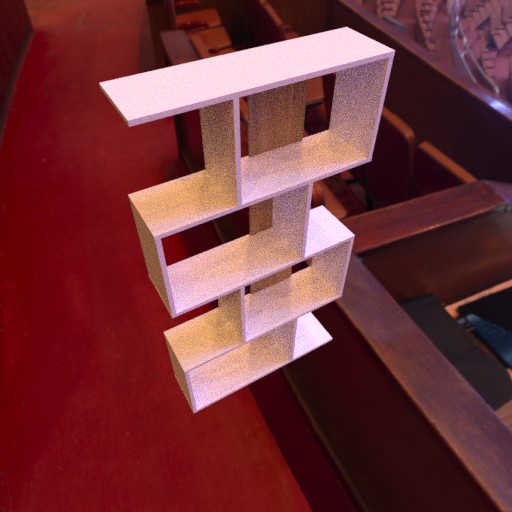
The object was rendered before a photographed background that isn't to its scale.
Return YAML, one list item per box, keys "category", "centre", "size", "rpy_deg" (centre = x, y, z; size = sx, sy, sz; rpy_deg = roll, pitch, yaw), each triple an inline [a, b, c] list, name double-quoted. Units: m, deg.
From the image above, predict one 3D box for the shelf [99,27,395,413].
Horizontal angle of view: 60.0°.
- category: "shelf"
  centre: [0.000, 0.000, 1.932]
  size: [0.890, 1.650, 0.250]
  rpy_deg: [-23, 50, -21]
